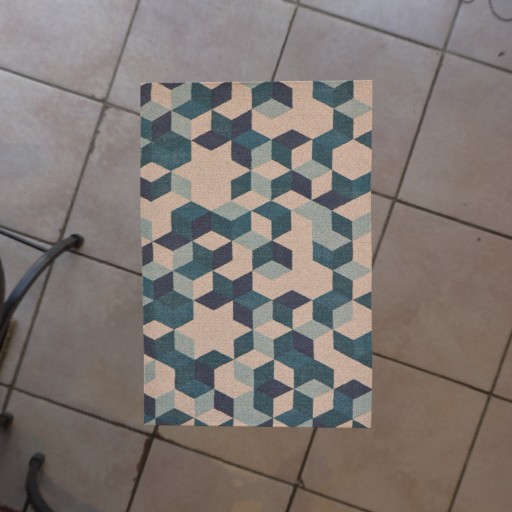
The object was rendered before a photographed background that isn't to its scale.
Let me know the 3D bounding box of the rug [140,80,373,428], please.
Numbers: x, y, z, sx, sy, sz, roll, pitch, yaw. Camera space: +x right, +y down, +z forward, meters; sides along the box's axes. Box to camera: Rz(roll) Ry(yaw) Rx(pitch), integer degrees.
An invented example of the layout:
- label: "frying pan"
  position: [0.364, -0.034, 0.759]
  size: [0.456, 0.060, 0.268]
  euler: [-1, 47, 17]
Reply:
- label: "rug"
  position: [0.000, 0.000, 2.352]
  size: [1.235, 0.014, 1.829]
  euler: [0, 92, 2]
